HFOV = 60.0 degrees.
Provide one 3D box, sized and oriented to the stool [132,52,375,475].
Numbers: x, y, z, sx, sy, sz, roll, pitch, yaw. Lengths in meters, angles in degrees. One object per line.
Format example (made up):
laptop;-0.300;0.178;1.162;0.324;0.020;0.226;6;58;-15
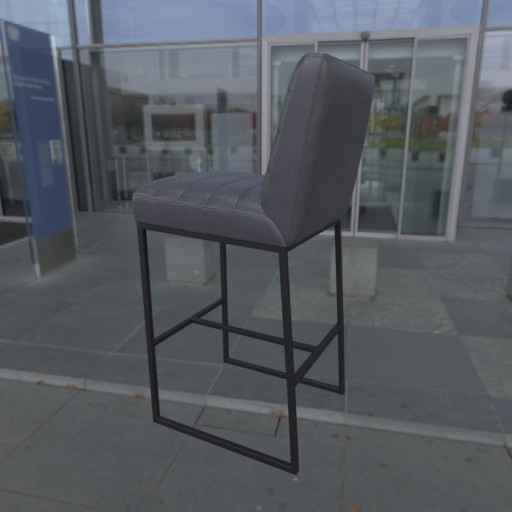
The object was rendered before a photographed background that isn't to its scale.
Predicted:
stool;0.000;0.000;1.326;0.552;1.040;0.457;8;18;26
